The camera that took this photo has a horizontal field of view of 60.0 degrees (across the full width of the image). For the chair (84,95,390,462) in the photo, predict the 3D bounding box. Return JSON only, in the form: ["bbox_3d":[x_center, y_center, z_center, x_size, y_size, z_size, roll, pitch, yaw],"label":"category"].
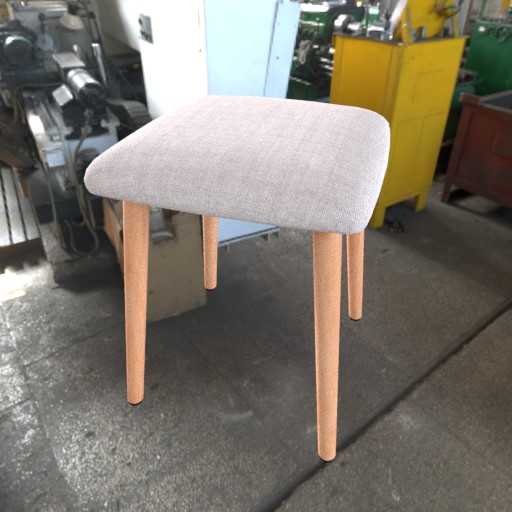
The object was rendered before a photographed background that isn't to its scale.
[{"bbox_3d":[0.000,0.000,0.704,0.350,0.440,0.350,10,35,15],"label":"chair"}]
